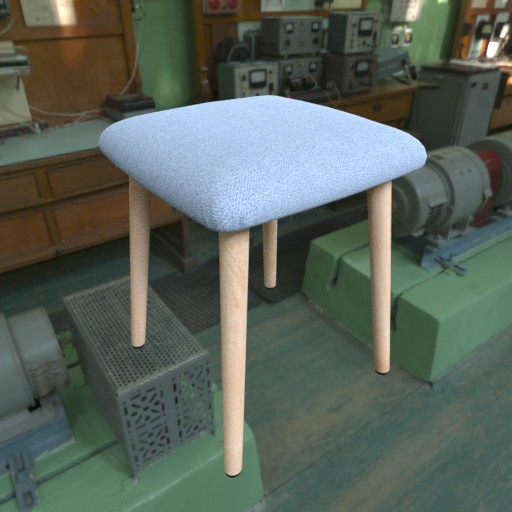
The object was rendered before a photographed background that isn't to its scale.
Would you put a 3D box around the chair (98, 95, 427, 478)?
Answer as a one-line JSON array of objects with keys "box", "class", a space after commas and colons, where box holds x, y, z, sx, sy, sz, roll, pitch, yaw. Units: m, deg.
[{"box": [0.000, 0.000, 0.702, 0.350, 0.440, 0.350, -21, 37, -31], "class": "chair"}]
